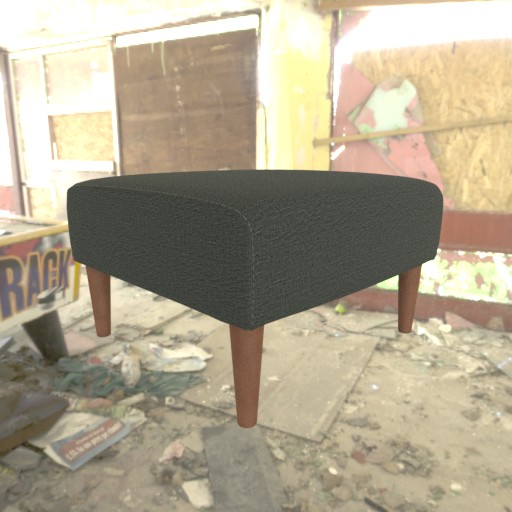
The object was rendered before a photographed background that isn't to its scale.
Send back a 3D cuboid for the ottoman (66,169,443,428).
[{"bbox_3d":[0.000,0.000,1.067,0.650,0.398,0.649,-13,19,-43],"label":"ottoman"}]
